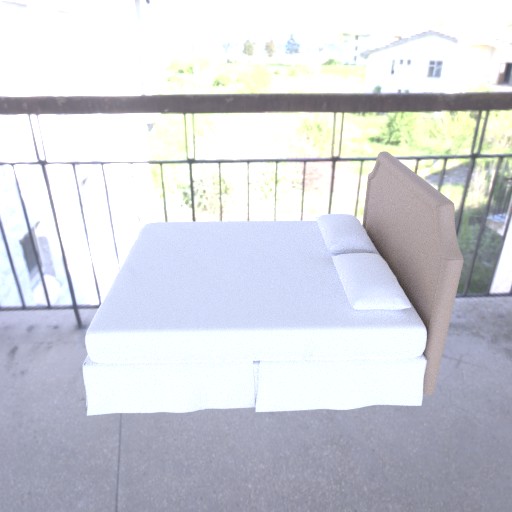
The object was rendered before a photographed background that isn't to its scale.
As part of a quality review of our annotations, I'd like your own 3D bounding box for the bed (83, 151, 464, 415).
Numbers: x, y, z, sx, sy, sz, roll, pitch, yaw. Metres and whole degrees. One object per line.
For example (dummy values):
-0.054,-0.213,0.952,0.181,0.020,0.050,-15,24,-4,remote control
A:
0.000,0.000,4.156,2.773,1.590,2.350,-1,26,-1,bed
